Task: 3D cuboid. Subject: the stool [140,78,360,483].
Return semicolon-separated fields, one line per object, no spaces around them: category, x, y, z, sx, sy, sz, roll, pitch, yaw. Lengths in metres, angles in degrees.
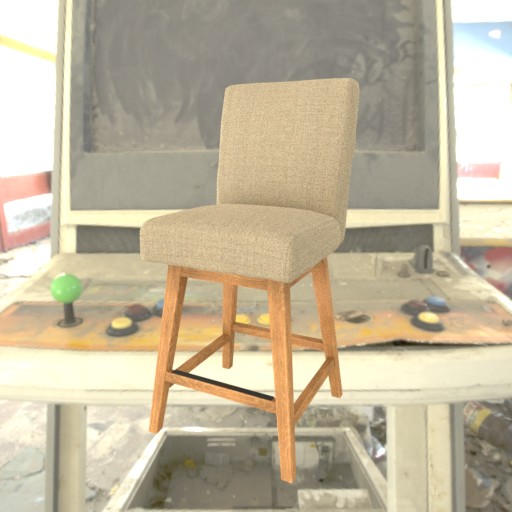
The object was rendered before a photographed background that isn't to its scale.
stool;0.000;0.000;1.303;0.459;1.010;0.526;7;16;26
